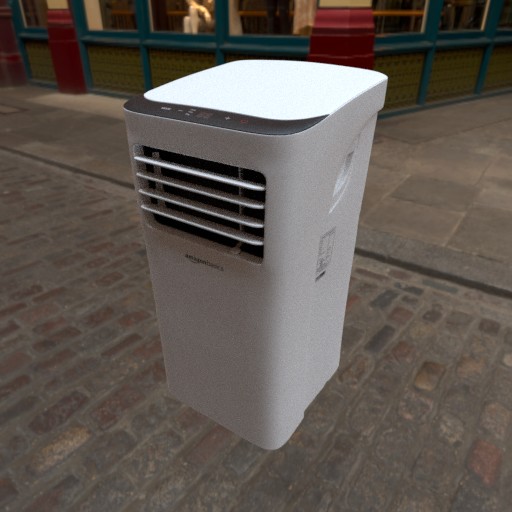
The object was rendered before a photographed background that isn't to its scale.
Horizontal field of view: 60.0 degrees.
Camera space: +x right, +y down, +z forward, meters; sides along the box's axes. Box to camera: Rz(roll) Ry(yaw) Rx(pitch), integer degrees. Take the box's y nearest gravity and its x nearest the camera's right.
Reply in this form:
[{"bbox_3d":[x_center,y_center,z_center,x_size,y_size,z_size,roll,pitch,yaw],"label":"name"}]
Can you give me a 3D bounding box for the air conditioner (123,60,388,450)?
[{"bbox_3d":[0.000,0.000,0.924,0.352,0.716,0.369,19,35,29],"label":"air conditioner"}]
